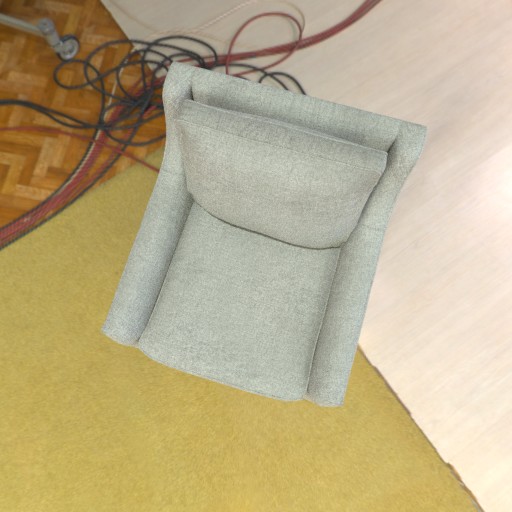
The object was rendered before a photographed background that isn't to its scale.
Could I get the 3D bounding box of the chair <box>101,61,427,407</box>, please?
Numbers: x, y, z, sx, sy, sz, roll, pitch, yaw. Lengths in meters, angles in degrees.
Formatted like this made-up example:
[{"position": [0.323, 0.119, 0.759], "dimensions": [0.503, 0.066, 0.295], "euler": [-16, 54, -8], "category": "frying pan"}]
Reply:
[{"position": [0.000, 0.000, 1.590], "dimensions": [0.838, 0.864, 0.918], "euler": [16, 76, 4], "category": "chair"}]
